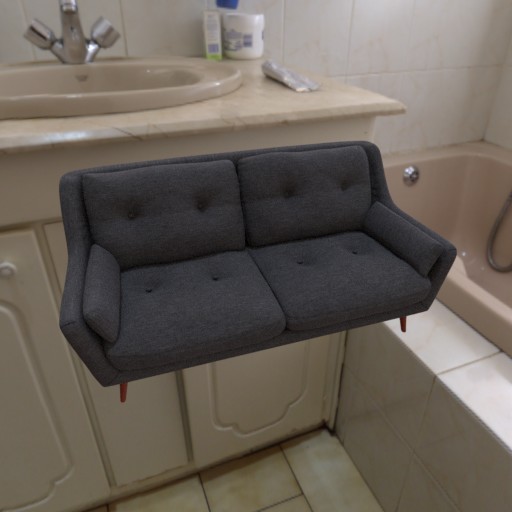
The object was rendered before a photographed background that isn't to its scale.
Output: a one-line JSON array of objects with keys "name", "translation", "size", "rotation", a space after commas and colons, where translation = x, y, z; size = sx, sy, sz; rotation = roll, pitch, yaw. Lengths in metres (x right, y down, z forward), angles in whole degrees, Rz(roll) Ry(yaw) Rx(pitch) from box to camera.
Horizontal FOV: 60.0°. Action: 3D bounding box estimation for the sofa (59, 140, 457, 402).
[{"name": "sofa", "translation": [0.000, 0.000, 2.399], "size": [1.929, 0.896, 0.975], "rotation": [-10, 32, -16]}]
